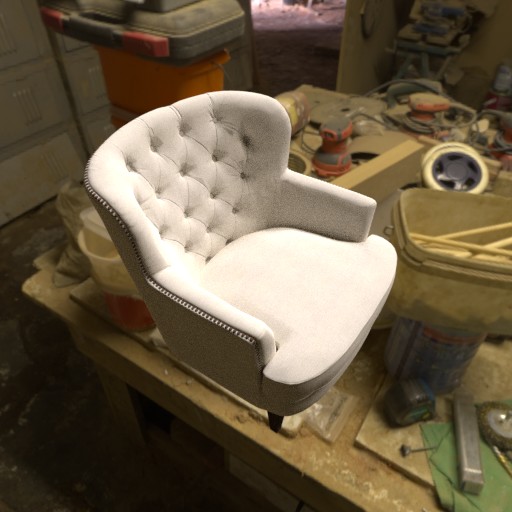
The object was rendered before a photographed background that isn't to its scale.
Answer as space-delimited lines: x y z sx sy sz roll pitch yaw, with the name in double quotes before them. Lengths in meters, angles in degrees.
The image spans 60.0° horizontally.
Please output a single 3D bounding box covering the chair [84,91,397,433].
"chair" 0.000 0.000 1.586 0.906 0.868 0.848 24 47 25
